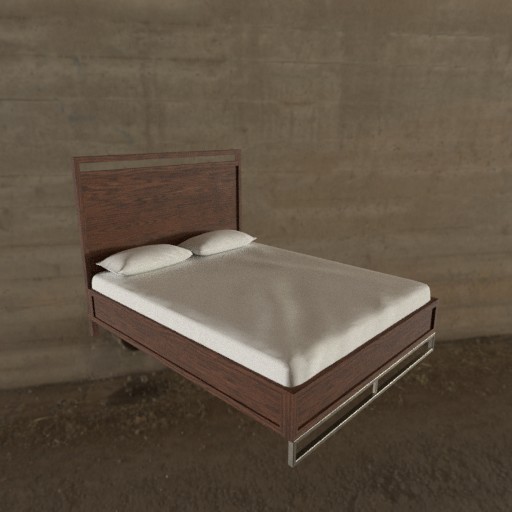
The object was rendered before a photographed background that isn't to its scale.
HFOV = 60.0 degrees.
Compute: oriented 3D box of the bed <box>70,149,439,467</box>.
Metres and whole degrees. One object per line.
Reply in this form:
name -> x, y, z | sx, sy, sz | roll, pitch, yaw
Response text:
bed -> 0.000, 0.000, 3.444 | 2.218, 1.487, 1.765 | 15, 22, 42
